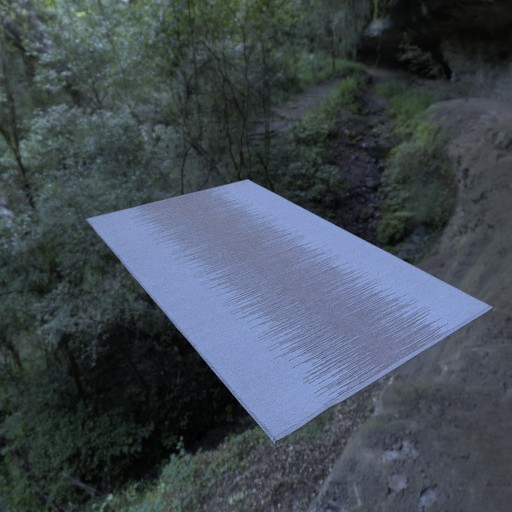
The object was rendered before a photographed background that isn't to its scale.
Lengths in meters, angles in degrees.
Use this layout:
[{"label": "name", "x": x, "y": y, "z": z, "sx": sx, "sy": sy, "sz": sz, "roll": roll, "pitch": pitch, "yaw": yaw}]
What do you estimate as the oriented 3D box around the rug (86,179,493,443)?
[{"label": "rug", "x": 0.000, "y": 0.000, "z": 2.948, "sx": 1.522, "sy": 0.012, "sz": 2.440, "roll": -19, "pitch": 35, "yaw": -30}]
